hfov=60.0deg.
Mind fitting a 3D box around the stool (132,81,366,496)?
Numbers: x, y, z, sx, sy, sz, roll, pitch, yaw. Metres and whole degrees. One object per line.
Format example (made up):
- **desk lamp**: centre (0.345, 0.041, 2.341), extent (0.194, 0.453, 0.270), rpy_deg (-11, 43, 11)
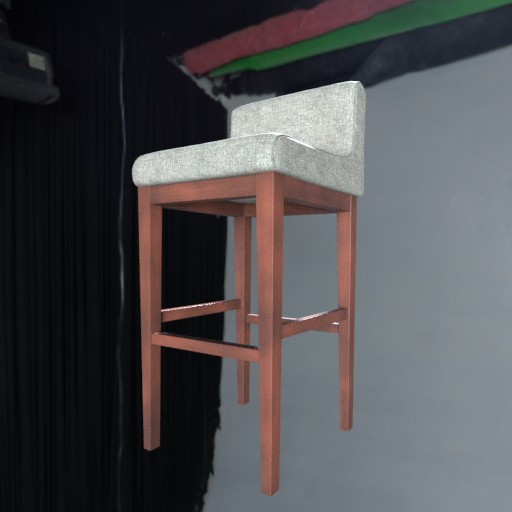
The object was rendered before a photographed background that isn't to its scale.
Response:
- **stool**: centre (0.000, 0.000, 1.177), extent (0.426, 0.965, 0.499), rpy_deg (1, 1, 35)
